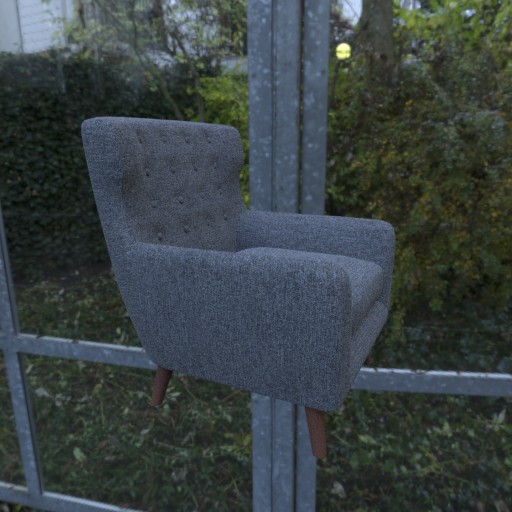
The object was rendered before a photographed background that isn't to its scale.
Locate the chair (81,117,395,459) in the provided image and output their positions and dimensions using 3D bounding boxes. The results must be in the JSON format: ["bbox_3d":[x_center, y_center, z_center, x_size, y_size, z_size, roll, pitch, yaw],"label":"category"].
[{"bbox_3d":[0.000,0.000,1.734,0.940,1.039,0.889,7,16,25],"label":"chair"}]
